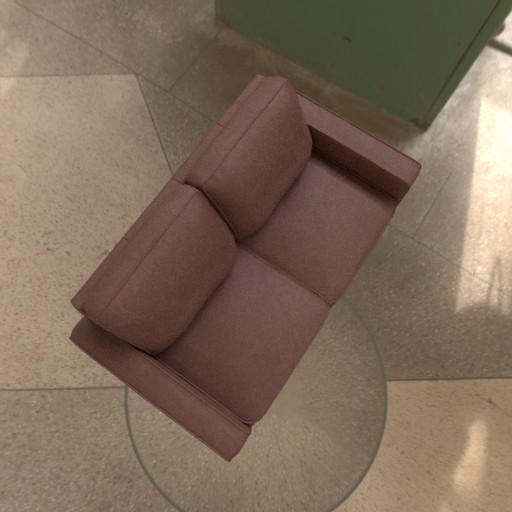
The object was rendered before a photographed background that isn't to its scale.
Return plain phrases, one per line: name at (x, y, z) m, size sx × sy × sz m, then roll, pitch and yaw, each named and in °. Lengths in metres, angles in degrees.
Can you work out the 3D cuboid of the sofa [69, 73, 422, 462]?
sofa at (0.000, 0.000, 2.265) m, size 0.947 × 0.918 × 1.709 m, roll 34°, pitch 76°, yaw 9°
